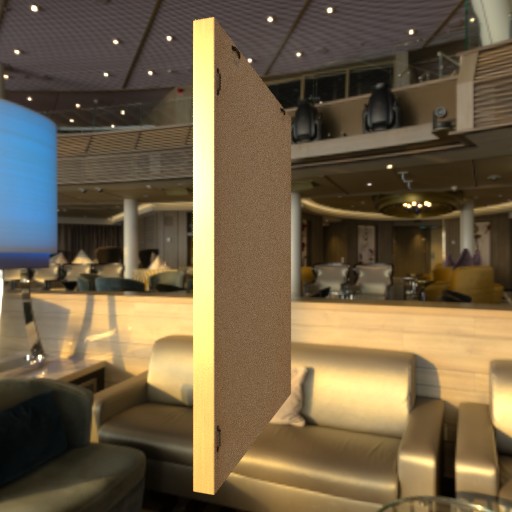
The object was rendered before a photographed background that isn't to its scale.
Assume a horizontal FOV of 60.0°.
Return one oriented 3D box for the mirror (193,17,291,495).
[{"bbox_3d":[0.000,0.000,0.904,0.039,0.710,0.507,0,0,18],"label":"mirror"}]
